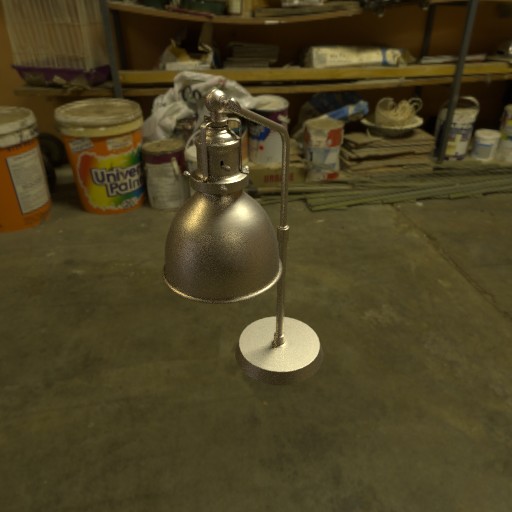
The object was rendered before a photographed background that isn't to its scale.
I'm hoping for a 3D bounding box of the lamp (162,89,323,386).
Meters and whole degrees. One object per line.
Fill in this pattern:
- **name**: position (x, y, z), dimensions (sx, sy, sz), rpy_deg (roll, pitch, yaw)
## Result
- **lamp**: position (0.000, 0.000, 0.610), dimensions (0.153, 0.456, 0.286), rpy_deg (21, 37, 31)
